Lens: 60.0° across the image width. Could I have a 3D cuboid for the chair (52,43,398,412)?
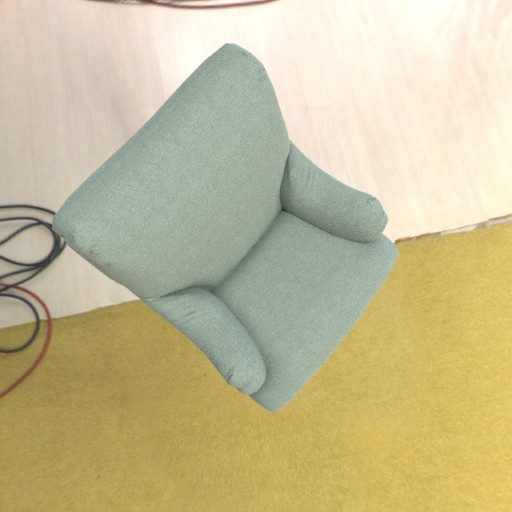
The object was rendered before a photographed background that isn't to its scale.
[{"bbox_3d":[0.000,0.000,1.955,1.060,1.178,0.964,39,79,9],"label":"chair"}]
